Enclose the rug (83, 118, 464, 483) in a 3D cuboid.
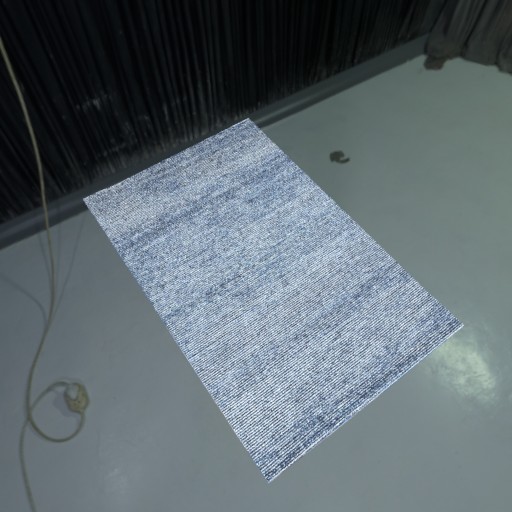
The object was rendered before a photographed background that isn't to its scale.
[{"bbox_3d":[0.000,0.000,2.315,1.159,0.025,1.793,-31,63,-18],"label":"rug"}]
